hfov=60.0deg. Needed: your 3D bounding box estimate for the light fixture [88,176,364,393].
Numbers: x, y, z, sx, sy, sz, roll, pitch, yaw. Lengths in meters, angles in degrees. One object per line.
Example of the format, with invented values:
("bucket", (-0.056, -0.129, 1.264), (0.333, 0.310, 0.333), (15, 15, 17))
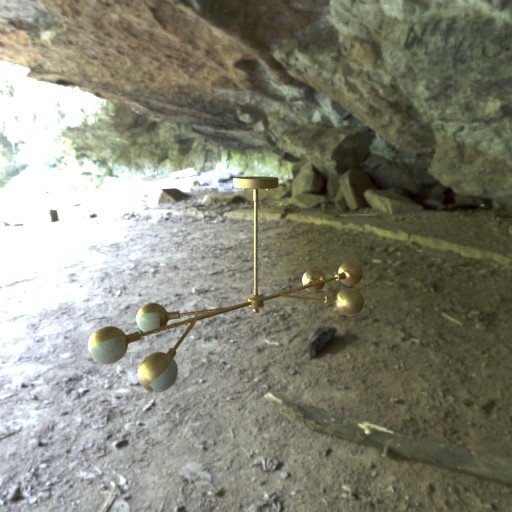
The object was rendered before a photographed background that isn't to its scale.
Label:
("light fixture", (0.000, 0.000, 1.038), (0.778, 0.362, 0.434), (-6, 15, -24))
